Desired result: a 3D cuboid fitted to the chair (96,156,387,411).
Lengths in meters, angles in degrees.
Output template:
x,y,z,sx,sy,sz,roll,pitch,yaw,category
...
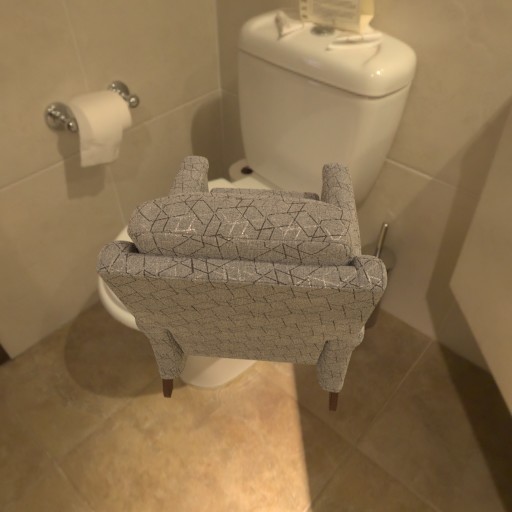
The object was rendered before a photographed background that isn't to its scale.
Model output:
x,y,z,sx,sy,sz,roll,pitch,yaw,category
0.000,0.000,1.658,0.753,1.048,0.987,3,46,3,chair
